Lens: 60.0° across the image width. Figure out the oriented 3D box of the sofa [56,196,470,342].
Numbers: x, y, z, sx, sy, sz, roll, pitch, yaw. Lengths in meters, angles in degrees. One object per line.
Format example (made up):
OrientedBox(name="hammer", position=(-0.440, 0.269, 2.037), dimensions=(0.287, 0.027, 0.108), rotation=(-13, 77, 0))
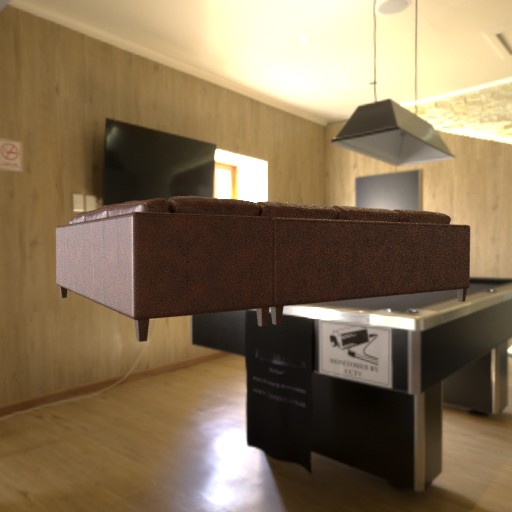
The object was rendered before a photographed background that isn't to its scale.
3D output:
OrientedBox(name="sofa", position=(0.000, 0.000, 4.228), dimensions=(3.152, 0.836, 2.438), rotation=(-1, 2, -33))
